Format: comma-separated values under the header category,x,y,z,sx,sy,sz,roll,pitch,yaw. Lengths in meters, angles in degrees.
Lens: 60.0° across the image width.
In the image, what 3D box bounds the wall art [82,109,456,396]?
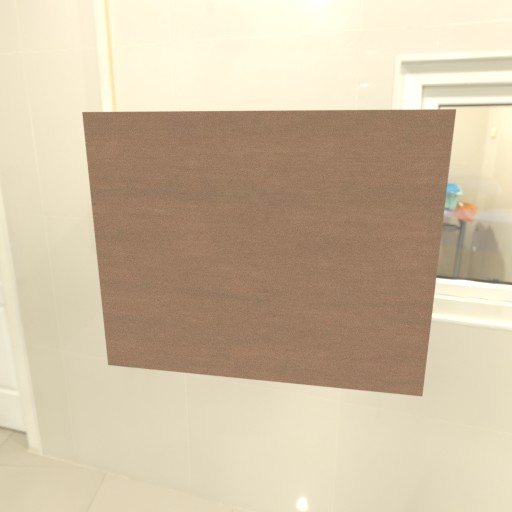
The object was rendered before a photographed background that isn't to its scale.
category,x,y,z,sx,sy,sz,roll,pitch,yaw
wall art,0.000,0.000,0.655,0.508,0.408,0.010,3,16,10
